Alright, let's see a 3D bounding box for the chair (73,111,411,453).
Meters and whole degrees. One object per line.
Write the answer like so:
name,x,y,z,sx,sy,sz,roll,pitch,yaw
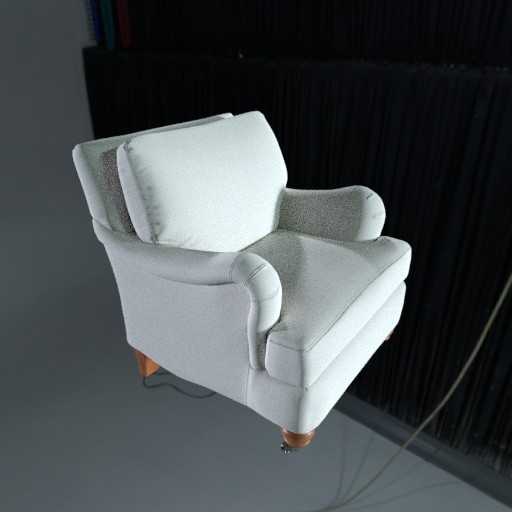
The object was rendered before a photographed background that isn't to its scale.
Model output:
chair,0.000,0.000,1.864,1.070,1.038,0.955,18,32,32
